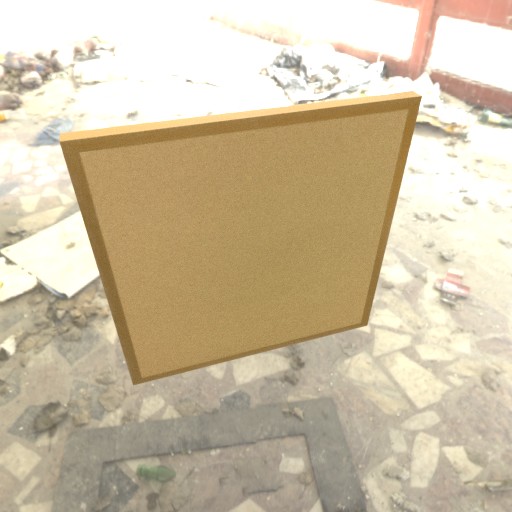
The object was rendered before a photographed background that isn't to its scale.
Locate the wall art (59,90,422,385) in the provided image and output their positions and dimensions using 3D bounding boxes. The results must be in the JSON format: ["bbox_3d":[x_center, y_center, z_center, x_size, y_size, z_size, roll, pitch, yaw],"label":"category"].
[{"bbox_3d":[0.000,0.000,1.150,0.762,0.760,0.037,-11,41,-13],"label":"wall art"}]
